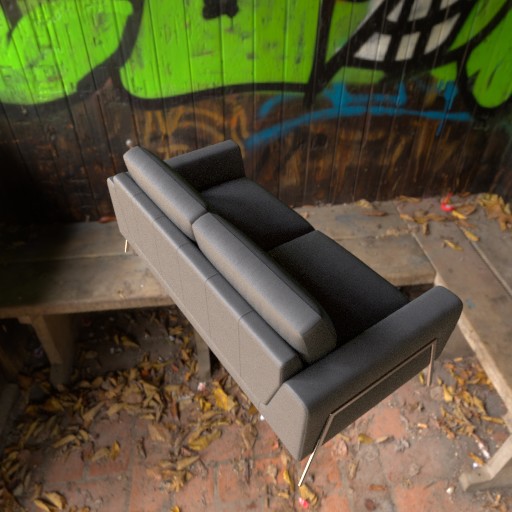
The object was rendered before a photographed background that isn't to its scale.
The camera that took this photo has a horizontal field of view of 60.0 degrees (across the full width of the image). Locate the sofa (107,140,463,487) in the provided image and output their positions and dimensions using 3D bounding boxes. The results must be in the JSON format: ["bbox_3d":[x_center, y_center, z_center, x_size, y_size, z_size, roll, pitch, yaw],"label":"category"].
[{"bbox_3d":[0.000,0.000,2.543,0.953,0.875,2.017,-25,47,-26],"label":"sofa"}]
